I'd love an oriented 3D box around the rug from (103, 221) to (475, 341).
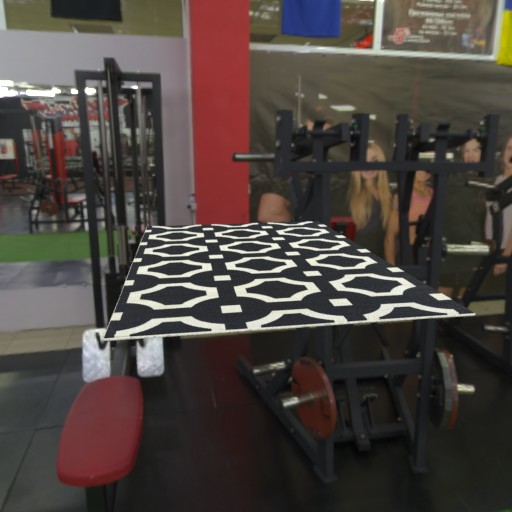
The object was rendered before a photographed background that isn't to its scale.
[{"bbox_3d":[0.000,0.000,2.888,1.555,0.016,2.286,-2,15,-9],"label":"rug"}]
